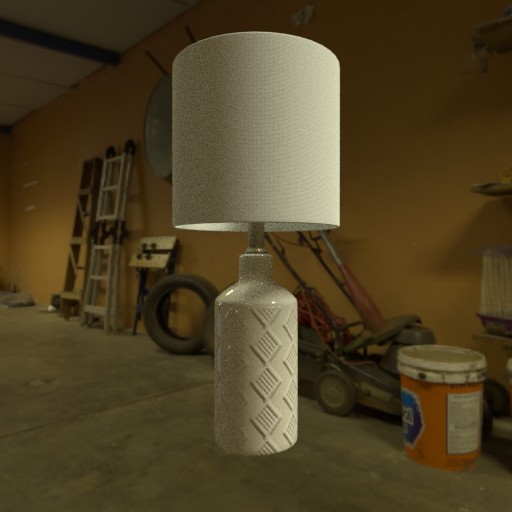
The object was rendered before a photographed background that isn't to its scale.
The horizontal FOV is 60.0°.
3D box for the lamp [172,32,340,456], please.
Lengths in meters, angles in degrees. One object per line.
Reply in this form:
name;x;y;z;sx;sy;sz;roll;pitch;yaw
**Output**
lamp;0.000;0.000;0.558;0.207;0.461;0.207;0;0;1
